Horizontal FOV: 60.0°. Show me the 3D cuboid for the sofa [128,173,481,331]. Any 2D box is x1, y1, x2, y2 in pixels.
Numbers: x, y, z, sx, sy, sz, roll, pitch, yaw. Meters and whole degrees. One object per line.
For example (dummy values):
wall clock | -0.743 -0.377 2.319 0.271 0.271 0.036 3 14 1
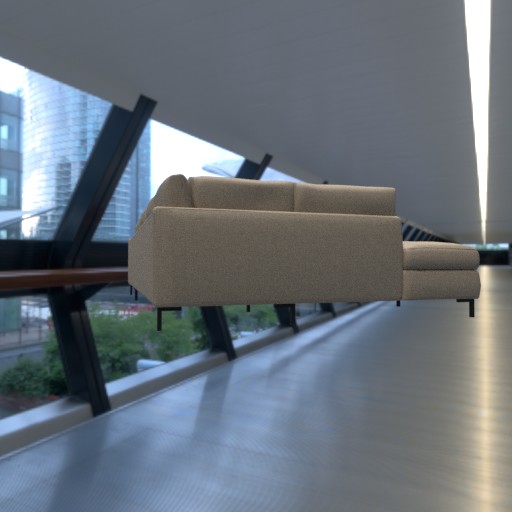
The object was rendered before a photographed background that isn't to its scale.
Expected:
sofa | 0.000 0.000 3.573 1.879 0.756 2.737 0 -1 -18
